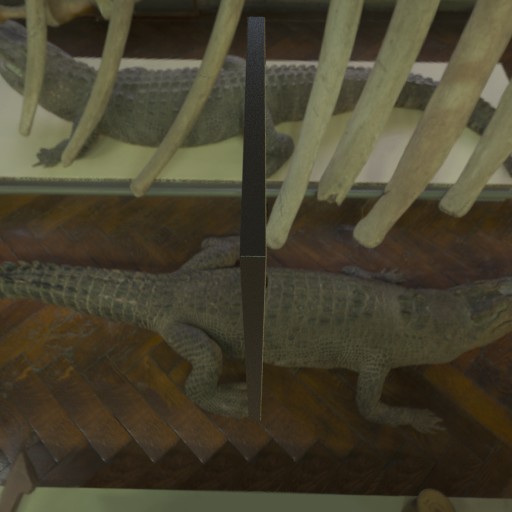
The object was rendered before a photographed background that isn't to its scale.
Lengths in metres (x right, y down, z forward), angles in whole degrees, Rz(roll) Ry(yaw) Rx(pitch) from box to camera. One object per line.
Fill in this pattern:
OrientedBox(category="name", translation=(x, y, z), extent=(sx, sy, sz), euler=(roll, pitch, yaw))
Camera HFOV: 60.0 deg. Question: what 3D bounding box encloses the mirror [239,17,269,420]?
OrientedBox(category="mirror", translation=(0.000, 0.000, 1.152), extent=(0.041, 0.915, 0.609), euler=(0, 56, 0))
